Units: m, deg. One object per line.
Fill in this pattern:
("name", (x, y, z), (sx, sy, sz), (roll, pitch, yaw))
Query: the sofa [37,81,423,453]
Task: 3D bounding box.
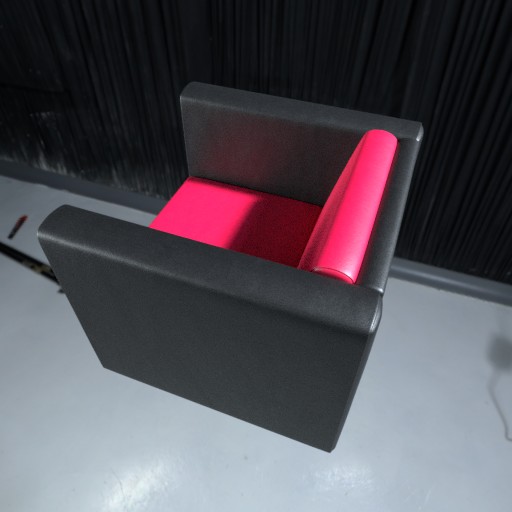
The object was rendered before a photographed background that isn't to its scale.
("sofa", (0.000, 0.000, 1.444), (0.809, 0.724, 0.839), (16, 48, 14))
